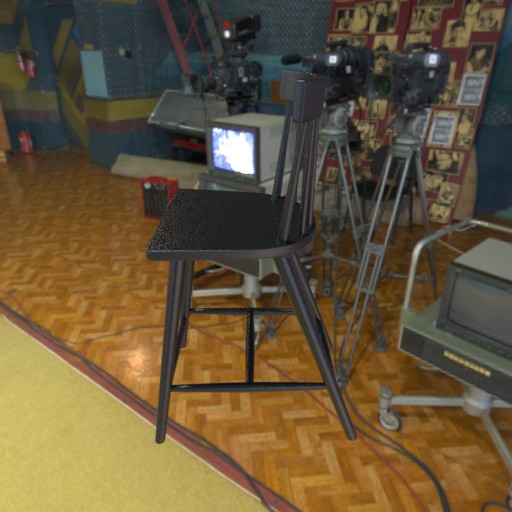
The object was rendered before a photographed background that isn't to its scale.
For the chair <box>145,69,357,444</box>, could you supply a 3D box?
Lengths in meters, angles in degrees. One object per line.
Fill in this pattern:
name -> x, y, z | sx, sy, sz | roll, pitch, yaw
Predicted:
chair -> 0.000, 0.000, 1.250 | 0.572, 0.952, 0.483 | 0, 25, 0
